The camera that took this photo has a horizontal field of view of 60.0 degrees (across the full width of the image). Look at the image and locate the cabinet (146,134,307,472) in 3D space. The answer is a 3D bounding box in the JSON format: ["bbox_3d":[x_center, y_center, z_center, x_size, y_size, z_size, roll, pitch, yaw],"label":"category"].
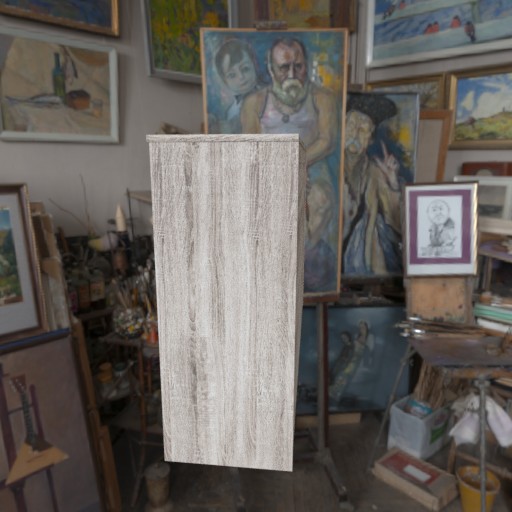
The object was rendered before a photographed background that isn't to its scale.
[{"bbox_3d":[0.000,0.000,1.845,0.380,0.900,1.450,2,12,7],"label":"cabinet"}]
